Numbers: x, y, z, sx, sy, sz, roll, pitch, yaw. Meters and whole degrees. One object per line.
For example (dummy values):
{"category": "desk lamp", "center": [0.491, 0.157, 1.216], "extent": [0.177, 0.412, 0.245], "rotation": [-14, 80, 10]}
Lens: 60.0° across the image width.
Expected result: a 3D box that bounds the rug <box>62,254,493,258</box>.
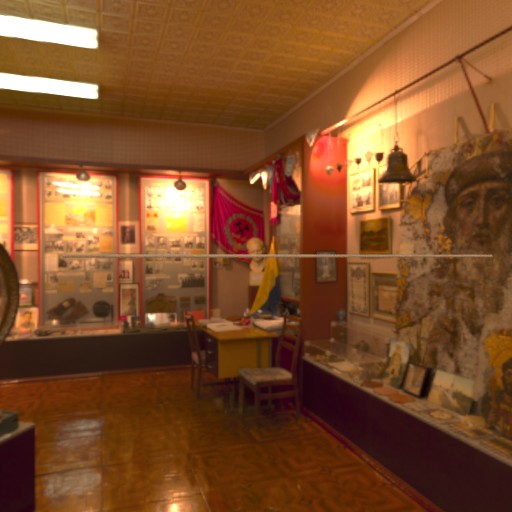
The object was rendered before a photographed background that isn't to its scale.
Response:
{"category": "rug", "center": [0.000, 0.000, 4.010], "extent": [2.976, 0.018, 2.430], "rotation": [0, 0, -17]}
